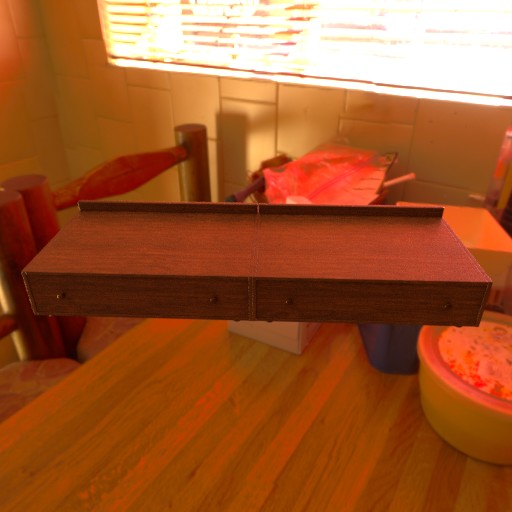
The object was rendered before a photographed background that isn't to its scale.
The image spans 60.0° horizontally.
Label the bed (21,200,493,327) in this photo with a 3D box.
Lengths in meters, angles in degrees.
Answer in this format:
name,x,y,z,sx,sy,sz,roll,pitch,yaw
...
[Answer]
name,x,y,z,sx,sy,sz,roll,pitch,yaw
bed,0.000,0.000,2.306,2.057,0.326,0.787,1,30,2
